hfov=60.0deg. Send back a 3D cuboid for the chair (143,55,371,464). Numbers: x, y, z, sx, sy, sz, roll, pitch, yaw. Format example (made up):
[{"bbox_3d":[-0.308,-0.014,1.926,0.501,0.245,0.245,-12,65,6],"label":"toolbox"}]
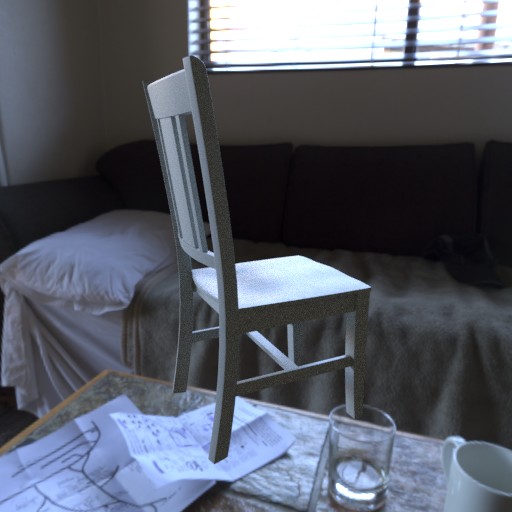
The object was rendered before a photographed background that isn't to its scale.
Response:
[{"bbox_3d":[0.000,0.000,1.318,0.555,0.998,0.450,-7,16,-25],"label":"chair"}]
